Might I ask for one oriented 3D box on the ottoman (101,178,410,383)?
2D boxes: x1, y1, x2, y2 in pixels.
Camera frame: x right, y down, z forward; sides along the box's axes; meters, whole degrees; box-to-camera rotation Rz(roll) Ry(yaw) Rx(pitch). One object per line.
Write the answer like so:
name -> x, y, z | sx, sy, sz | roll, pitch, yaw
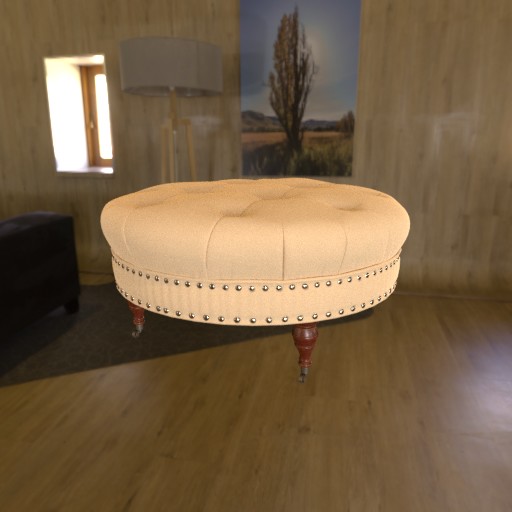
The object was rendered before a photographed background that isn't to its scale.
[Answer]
ottoman -> 0.000, 0.000, 1.381 | 0.901, 0.439, 0.901 | 0, 15, 0
